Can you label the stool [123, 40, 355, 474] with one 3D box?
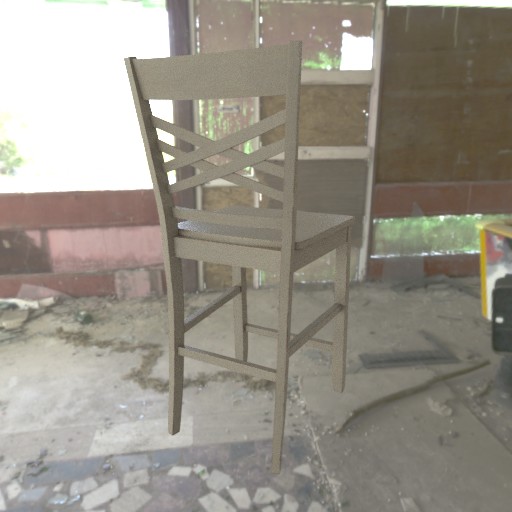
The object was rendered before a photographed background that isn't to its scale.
[{"bbox_3d":[0.000,0.000,1.338,0.462,1.079,0.539,8,18,26],"label":"stool"}]
